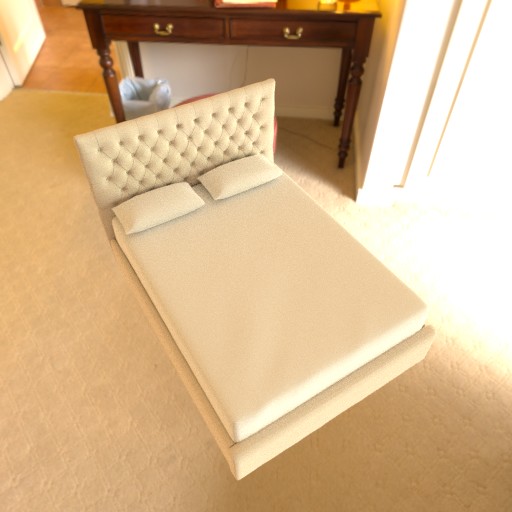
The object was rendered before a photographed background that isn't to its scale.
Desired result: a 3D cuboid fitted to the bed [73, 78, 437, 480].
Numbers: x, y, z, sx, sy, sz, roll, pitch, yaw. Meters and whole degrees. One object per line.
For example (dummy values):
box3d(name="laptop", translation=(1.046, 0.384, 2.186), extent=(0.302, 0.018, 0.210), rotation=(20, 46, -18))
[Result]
box3d(name="bed", translation=(0.000, 0.000, 3.296), extent=(1.696, 1.426, 2.233), rotation=(-25, 52, -21))
